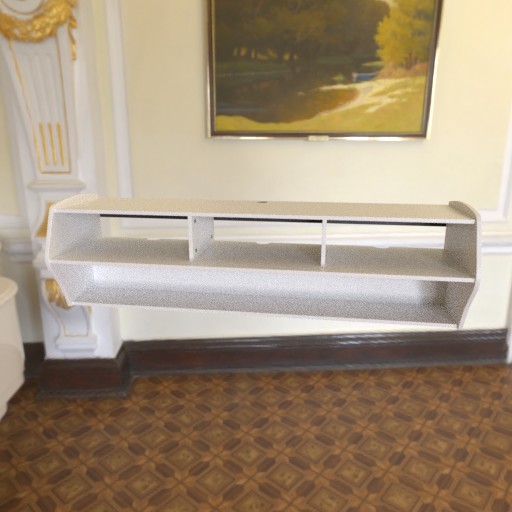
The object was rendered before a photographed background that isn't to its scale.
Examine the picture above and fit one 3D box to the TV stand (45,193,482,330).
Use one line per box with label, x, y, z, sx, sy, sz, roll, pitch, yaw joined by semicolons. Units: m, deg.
TV stand;0.000;0.000;1.673;1.473;0.424;0.397;2;15;8
